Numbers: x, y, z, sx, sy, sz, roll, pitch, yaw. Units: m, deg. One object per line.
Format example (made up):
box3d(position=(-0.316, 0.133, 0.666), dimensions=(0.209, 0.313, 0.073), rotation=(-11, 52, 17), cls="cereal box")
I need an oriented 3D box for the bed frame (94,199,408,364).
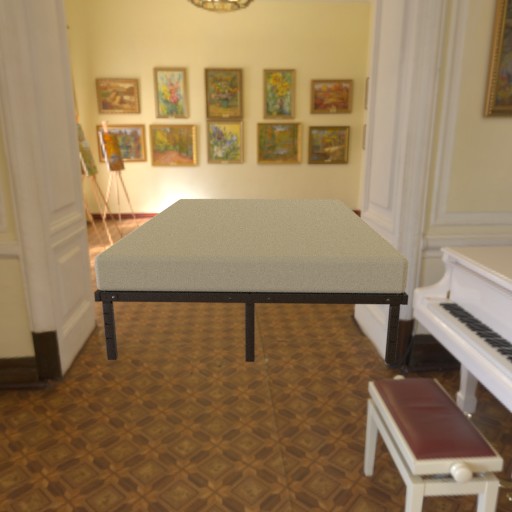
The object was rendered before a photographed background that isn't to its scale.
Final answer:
box3d(position=(0.000, 0.000, 3.960), dimensions=(2.205, 0.680, 2.842), rotation=(2, 15, 9), cls="bed frame")
